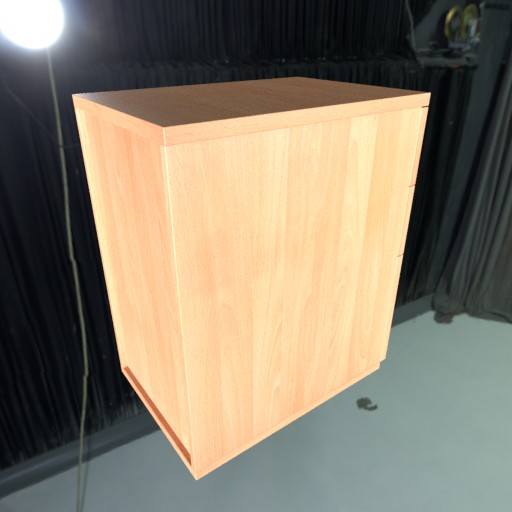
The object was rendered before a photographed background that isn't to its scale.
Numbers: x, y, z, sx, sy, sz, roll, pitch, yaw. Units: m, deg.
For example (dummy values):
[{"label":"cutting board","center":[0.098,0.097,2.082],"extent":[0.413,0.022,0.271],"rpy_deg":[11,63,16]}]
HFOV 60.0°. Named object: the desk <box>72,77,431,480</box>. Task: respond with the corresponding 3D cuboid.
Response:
[{"label":"desk","center":[0.000,0.000,1.051],"extent":[0.600,0.730,0.404],"rpy_deg":[-19,33,-32]}]
